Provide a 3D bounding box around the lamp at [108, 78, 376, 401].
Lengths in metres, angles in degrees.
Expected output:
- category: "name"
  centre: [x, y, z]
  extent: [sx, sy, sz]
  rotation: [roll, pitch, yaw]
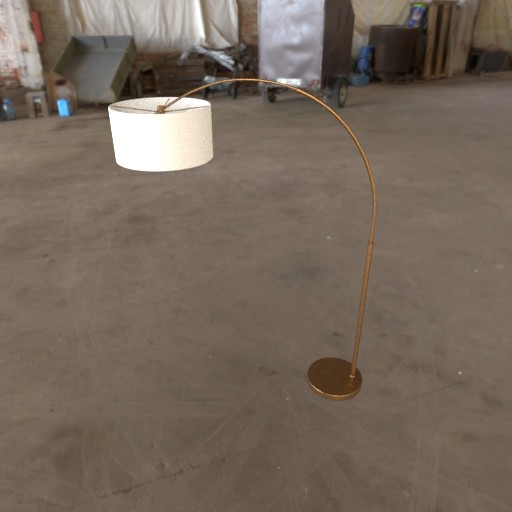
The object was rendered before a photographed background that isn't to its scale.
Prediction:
- category: "lamp"
  centre: [0.000, 0.000, 2.575]
  extent: [1.434, 1.927, 0.493]
  rotation: [0, 28, 0]
